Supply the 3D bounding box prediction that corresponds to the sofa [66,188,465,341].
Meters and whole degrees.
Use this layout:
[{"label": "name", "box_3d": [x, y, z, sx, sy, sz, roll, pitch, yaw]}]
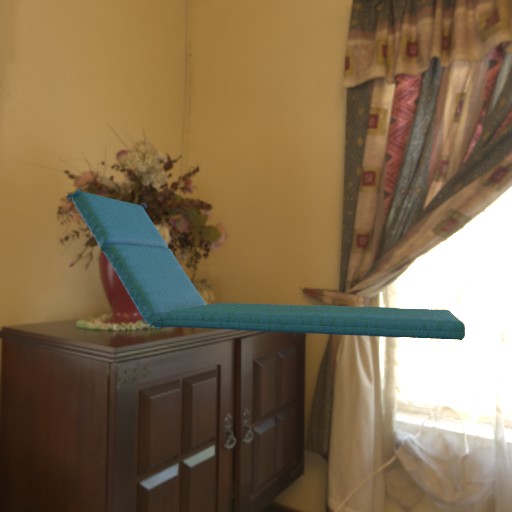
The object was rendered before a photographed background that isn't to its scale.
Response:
[{"label": "sofa", "box_3d": [0.000, 0.000, 2.002, 1.663, 0.622, 0.582, -1, -2, 18]}]
